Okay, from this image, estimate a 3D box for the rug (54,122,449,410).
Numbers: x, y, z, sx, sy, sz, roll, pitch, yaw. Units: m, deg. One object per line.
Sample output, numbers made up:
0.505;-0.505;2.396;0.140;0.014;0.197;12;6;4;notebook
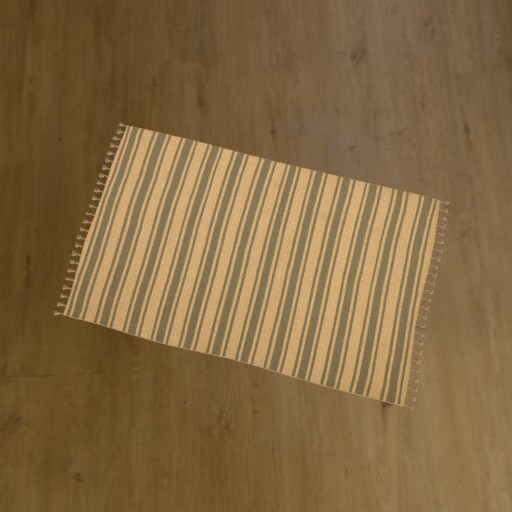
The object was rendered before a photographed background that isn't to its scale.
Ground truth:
0.000;0.000;2.567;2.084;0.009;1.222;14;78;3;rug
